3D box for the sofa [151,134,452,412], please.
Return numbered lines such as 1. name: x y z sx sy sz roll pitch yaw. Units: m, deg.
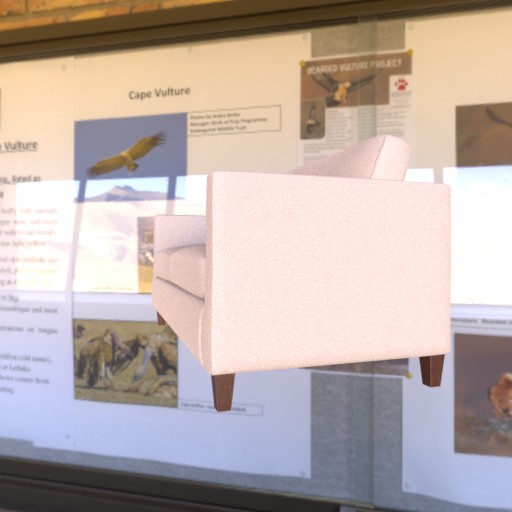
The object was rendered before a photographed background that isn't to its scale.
1. sofa: 0.000 0.000 2.180 0.873 0.888 1.722 0 1 -18
